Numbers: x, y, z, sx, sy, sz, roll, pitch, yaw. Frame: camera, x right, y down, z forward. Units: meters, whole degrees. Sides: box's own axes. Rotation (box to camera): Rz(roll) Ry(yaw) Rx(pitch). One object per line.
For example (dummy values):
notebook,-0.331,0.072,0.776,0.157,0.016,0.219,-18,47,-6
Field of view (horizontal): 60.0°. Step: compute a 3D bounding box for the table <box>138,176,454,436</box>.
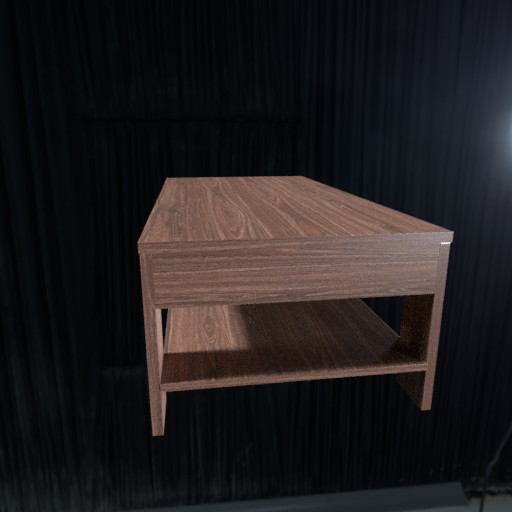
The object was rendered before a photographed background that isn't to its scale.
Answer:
table,0.000,0.000,1.446,0.600,0.400,1.200,-2,16,-8
